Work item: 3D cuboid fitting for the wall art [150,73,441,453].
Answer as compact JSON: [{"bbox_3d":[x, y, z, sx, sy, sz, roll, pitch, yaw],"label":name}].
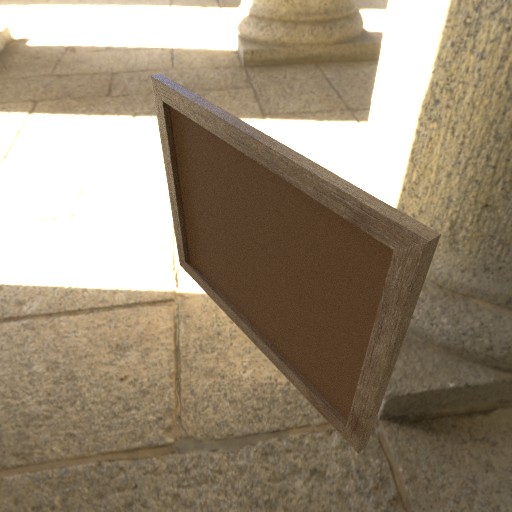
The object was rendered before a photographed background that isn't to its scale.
[{"bbox_3d":[0.000,0.000,0.902,0.026,0.535,0.690,-27,48,-27],"label":"wall art"}]
